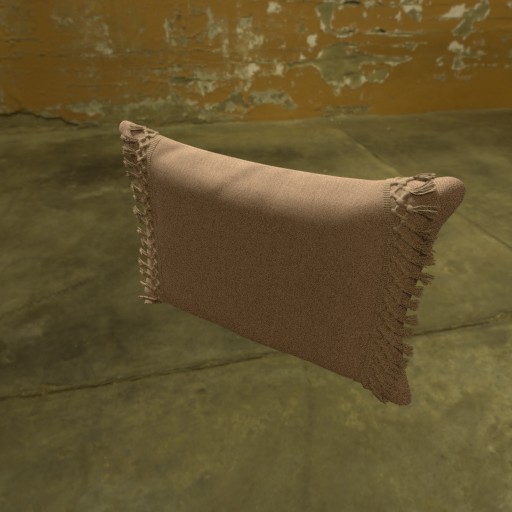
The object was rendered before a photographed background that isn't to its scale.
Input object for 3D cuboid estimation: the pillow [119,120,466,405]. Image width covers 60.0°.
[{"bbox_3d":[0.000,0.000,0.593,0.466,0.305,0.084,18,34,29],"label":"pillow"}]
